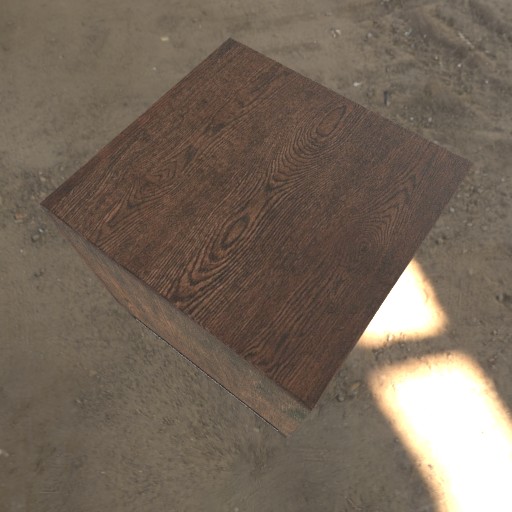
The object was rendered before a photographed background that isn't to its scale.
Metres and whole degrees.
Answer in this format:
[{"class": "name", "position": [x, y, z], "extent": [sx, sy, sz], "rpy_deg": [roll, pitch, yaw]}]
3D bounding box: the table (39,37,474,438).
[{"class": "table", "position": [0.000, 0.000, 1.009], "extent": [0.566, 0.582, 0.506], "rpy_deg": [34, 68, 15]}]
